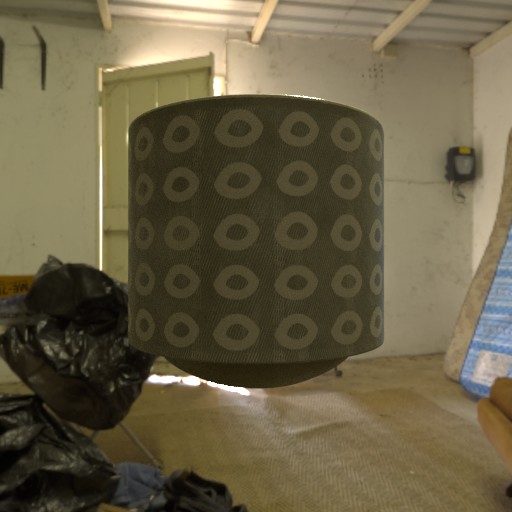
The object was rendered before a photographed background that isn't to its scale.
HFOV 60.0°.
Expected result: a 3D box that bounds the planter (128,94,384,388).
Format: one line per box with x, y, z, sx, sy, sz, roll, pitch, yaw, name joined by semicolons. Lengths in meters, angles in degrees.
0.000;0.000;0.342;0.190;0.181;0.190;0;0;0;planter
